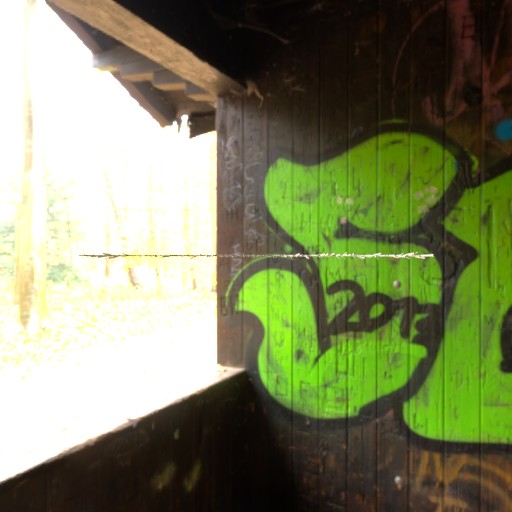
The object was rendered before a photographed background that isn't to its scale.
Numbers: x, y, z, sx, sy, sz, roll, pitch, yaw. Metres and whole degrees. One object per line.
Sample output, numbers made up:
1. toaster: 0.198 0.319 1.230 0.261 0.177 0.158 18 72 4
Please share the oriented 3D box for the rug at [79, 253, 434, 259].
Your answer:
1. rug: 0.000 0.000 2.509 1.224 0.027 2.021 0 0 0
